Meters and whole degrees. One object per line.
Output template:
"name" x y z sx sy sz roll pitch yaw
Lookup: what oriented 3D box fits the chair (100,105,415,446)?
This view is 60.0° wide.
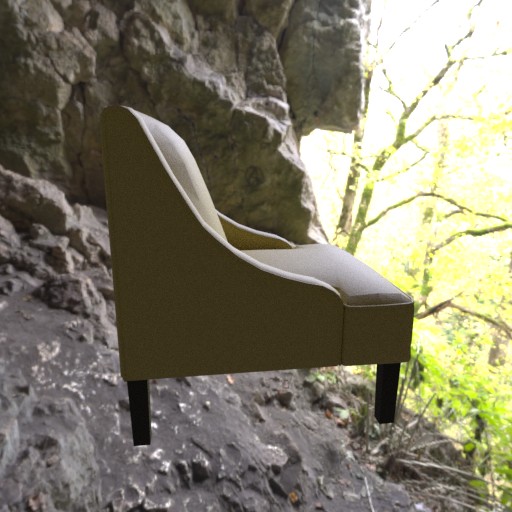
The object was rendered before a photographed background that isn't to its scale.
"chair" 0.000 0.000 1.472 0.814 0.896 0.696 -2 14 -8
